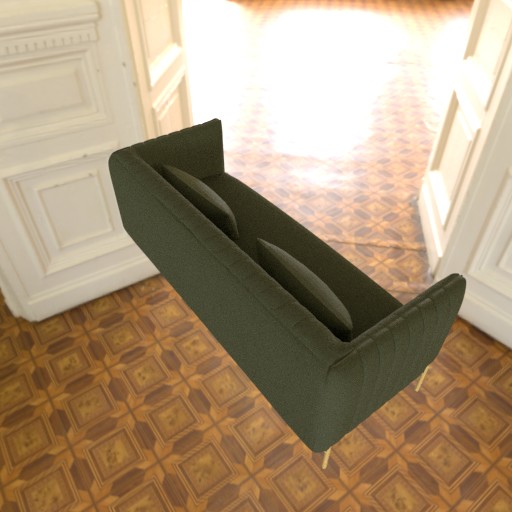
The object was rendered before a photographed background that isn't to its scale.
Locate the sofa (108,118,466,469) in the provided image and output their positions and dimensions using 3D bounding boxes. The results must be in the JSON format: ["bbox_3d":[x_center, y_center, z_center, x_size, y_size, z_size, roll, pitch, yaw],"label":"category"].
[{"bbox_3d":[0.000,0.000,2.641,0.896,0.793,2.137,-27,48,-26],"label":"sofa"}]
